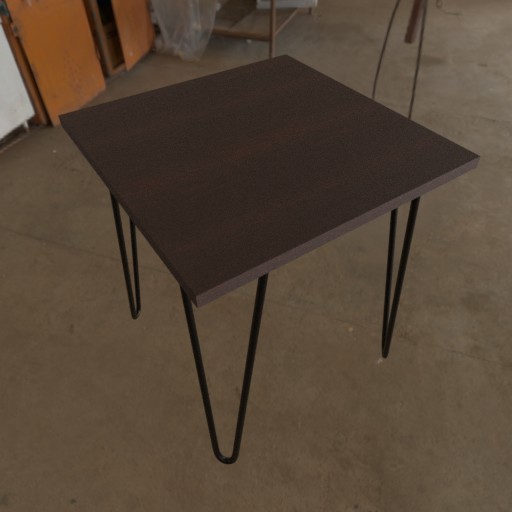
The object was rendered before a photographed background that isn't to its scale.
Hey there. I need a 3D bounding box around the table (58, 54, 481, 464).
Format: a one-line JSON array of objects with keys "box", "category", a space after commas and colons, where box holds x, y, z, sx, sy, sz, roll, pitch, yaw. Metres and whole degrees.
[{"box": [0.000, 0.000, 0.920, 0.495, 0.559, 0.495, -26, 50, -24], "category": "table"}]
